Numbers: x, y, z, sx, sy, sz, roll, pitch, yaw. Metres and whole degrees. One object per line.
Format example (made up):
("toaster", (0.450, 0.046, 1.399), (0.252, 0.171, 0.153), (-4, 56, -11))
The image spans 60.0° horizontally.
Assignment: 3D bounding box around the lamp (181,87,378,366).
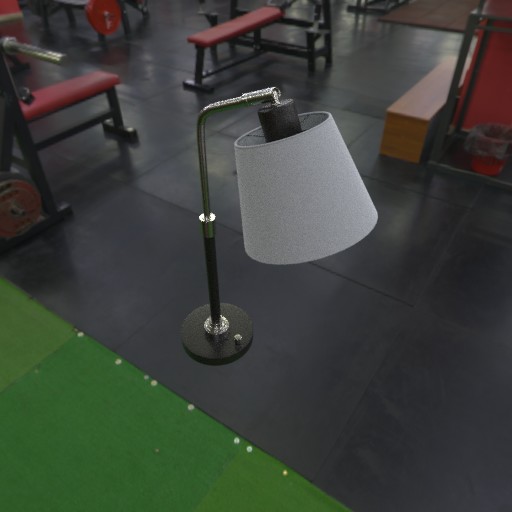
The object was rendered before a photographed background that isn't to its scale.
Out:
("lamp", (0.000, 0.000, 0.699), (0.348, 0.539, 0.181), (26, 47, 28))
